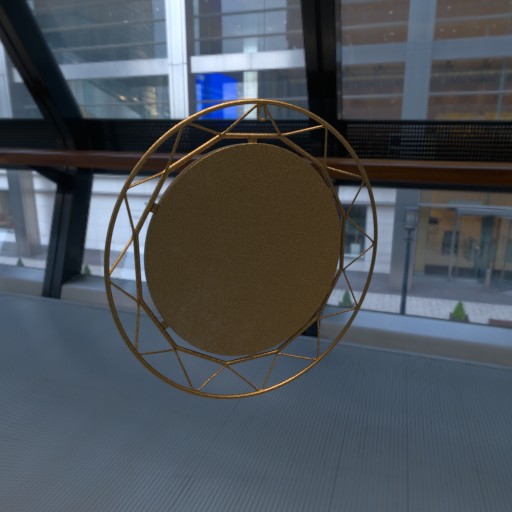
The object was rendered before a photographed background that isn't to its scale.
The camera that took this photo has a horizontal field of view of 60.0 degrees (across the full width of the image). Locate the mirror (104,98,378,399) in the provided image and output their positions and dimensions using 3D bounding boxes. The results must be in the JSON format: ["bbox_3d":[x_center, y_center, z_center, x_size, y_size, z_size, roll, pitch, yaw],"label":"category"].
[{"bbox_3d":[0.000,0.000,0.680,0.454,0.454,0.043,-7,16,-27],"label":"mirror"}]
